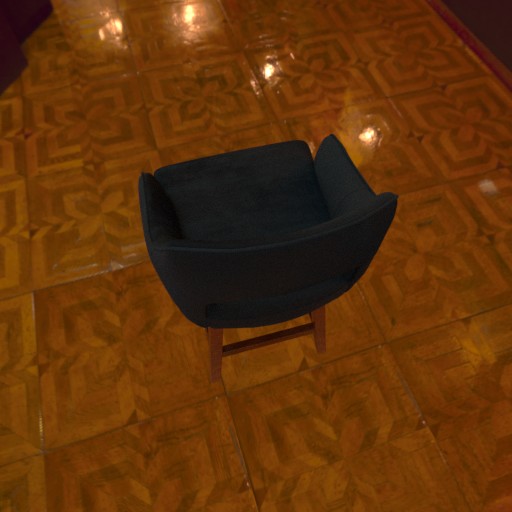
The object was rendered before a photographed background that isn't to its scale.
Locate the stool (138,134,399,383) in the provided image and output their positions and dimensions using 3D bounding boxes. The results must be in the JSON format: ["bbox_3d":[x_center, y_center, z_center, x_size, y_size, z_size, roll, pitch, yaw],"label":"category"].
[{"bbox_3d":[0.000,0.000,1.269,0.550,0.940,0.560,-13,59,-8],"label":"stool"}]
